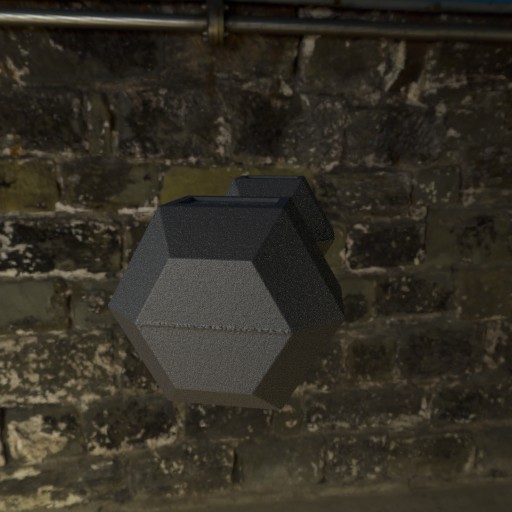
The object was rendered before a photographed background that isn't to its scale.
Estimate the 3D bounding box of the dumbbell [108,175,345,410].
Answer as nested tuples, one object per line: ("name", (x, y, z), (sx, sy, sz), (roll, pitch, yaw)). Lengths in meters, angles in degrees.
("dumbbell", (0.000, 0.000, 0.435), (0.157, 0.137, 0.361), (2, 14, 8))
